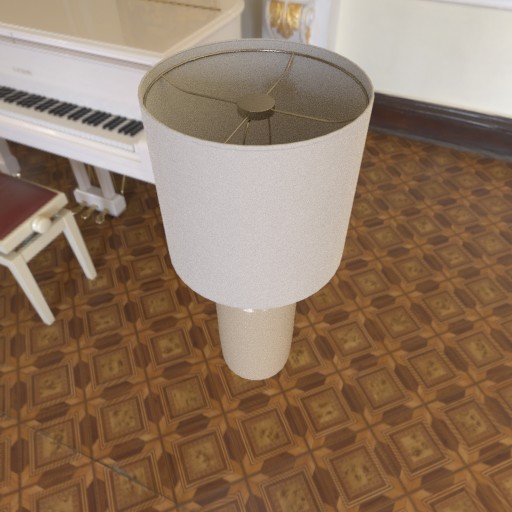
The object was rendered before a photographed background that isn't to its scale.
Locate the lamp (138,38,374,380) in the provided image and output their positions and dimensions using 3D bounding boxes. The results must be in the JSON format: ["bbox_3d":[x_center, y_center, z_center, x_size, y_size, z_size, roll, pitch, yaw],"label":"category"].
[{"bbox_3d":[0.000,0.000,0.591,0.220,0.475,0.220,29,53,25],"label":"lamp"}]
